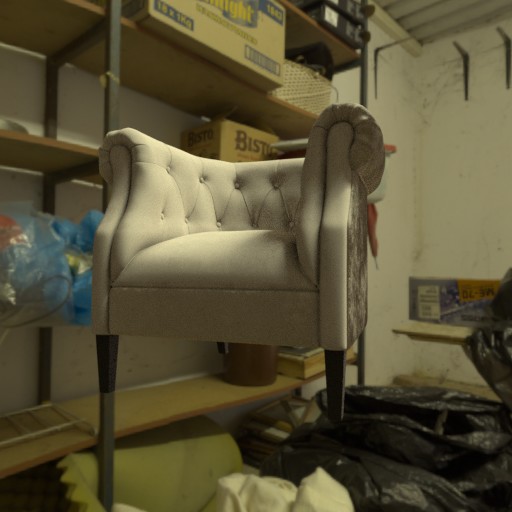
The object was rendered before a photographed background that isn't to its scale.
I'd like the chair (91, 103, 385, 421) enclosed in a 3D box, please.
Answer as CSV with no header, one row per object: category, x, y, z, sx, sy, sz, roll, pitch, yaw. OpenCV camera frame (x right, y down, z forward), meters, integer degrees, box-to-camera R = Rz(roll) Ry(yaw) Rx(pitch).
chair,0.000,0.000,1.581,0.904,0.826,0.851,0,-1,20
